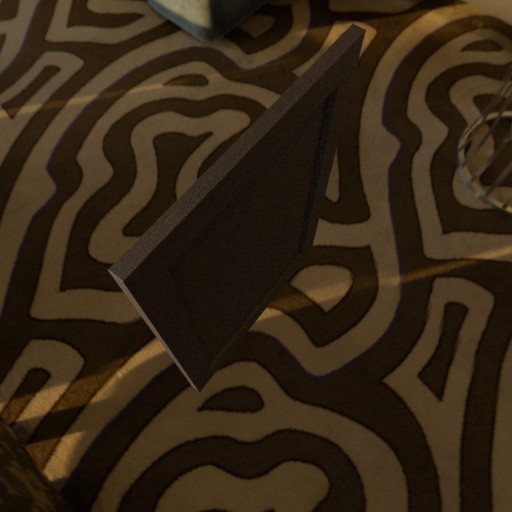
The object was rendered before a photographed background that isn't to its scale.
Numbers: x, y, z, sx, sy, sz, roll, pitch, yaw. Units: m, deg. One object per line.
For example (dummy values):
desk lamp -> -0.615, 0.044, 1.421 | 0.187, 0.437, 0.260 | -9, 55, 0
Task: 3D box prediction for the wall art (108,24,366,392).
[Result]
wall art -> 0.000, 0.000, 0.633 | 0.017, 0.513, 0.359 | 34, 69, 15
